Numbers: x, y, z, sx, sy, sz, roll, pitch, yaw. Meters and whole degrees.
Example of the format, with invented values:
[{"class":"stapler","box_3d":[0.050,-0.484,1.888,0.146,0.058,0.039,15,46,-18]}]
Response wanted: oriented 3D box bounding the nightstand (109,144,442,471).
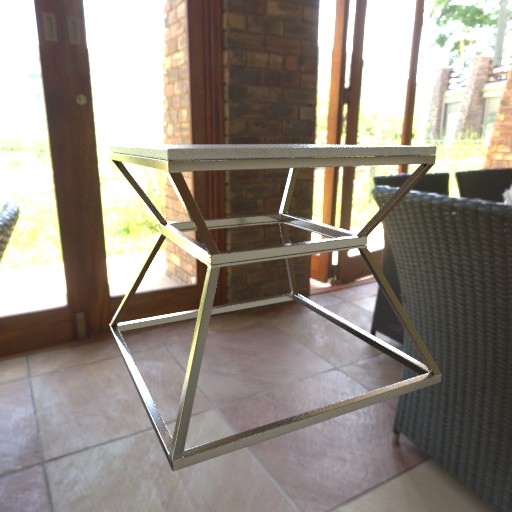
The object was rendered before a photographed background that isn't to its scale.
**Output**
[{"class":"nightstand","box_3d":[0.000,0.000,0.882,0.513,0.426,0.514,-7,16,-26]}]
